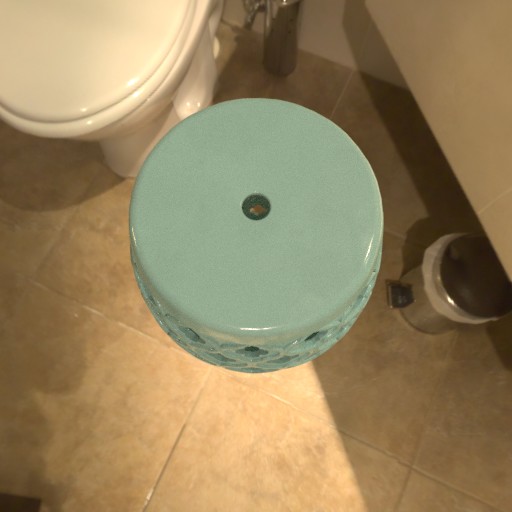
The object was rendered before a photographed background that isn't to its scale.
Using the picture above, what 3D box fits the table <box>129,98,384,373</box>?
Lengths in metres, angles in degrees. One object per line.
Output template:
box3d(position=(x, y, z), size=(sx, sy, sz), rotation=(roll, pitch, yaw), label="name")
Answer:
box3d(position=(0.000, 0.000, 0.636), size=(0.325, 0.388, 0.325), rotation=(0, 75, 0), label="table")
